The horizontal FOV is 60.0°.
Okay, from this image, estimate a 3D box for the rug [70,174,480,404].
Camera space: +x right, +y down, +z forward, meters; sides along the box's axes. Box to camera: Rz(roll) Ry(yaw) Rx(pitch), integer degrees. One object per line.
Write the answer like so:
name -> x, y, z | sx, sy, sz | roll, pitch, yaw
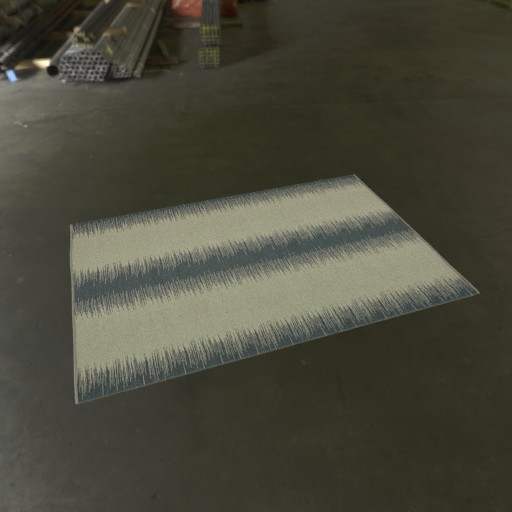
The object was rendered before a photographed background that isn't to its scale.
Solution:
rug -> 0.000, 0.000, 2.337 | 1.854, 0.006, 1.234 | -12, 41, -15
